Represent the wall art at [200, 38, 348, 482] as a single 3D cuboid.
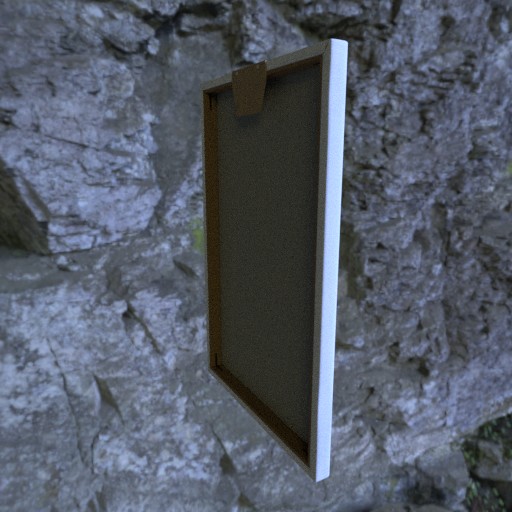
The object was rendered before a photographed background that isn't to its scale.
[{"bbox_3d":[0.000,0.000,1.149,0.048,0.916,0.602,-7,15,-29],"label":"wall art"}]
